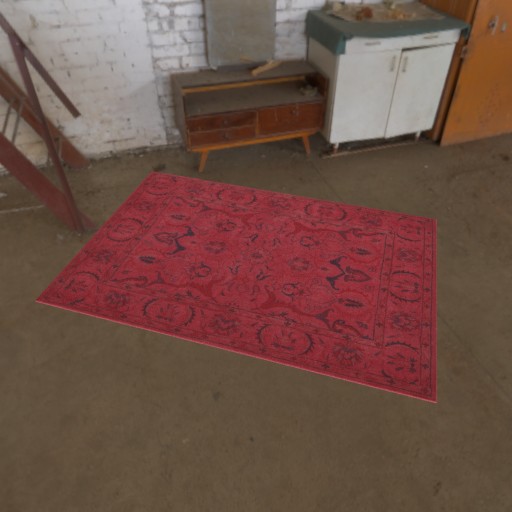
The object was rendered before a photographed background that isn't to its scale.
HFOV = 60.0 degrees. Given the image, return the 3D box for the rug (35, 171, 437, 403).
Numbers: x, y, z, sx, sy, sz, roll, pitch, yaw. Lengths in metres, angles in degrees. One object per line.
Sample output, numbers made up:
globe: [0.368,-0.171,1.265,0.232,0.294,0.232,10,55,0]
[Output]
rug: [0.000,0.000,2.325,1.814,0.008,1.209,11,43,12]
